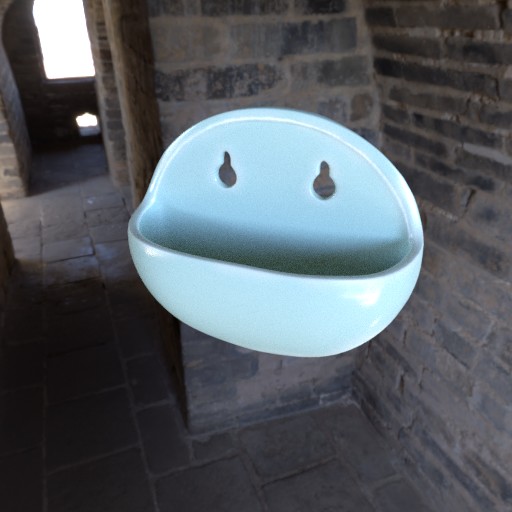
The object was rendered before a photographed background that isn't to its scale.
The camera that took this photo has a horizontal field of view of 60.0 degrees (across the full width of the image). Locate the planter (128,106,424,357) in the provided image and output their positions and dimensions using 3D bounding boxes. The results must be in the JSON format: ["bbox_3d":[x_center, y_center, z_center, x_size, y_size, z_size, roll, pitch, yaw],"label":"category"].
[{"bbox_3d":[0.000,0.000,0.269,0.189,0.164,0.073,10,30,18],"label":"planter"}]
